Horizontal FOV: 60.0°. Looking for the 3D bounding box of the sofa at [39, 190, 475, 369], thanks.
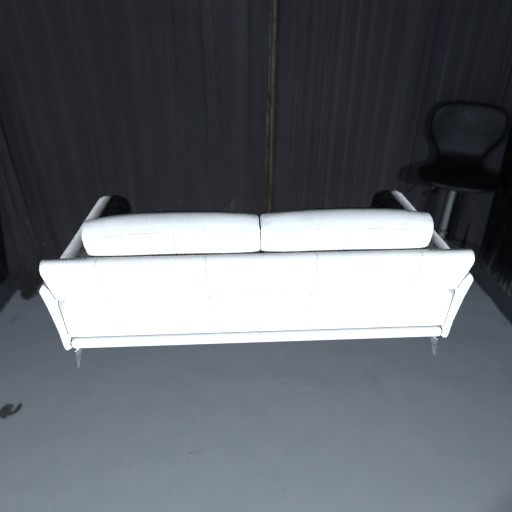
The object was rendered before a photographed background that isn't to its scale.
[{"bbox_3d":[0.000,0.000,2.599,2.101,0.930,1.049,-1,30,-2],"label":"sofa"}]
